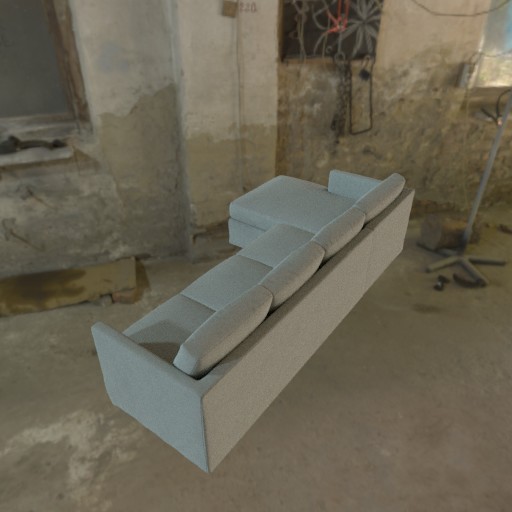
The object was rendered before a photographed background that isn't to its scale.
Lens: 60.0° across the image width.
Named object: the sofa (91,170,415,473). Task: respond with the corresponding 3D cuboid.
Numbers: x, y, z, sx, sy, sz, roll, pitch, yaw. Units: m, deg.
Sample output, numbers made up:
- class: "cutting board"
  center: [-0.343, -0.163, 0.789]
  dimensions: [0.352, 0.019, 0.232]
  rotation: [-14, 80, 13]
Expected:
- class: "sofa"
  center: [0.000, 0.000, 3.908]
  dimensions: [1.650, 0.922, 3.205]
  rotation: [22, 39, 30]
